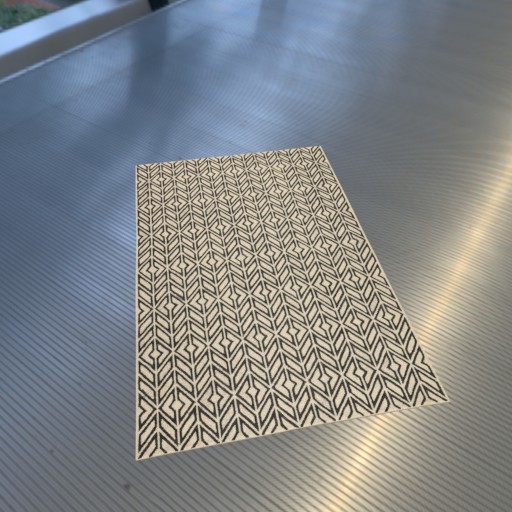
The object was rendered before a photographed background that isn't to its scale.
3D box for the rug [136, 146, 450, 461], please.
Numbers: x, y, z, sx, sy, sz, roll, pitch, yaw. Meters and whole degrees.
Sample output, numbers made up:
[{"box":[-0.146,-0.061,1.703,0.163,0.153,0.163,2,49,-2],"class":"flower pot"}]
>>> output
[{"box":[0.000,0.000,2.284,1.220,0.007,1.828,-8,47,-7],"class":"rug"}]
